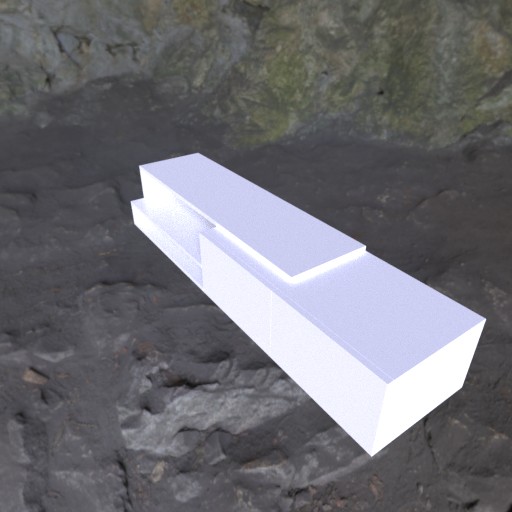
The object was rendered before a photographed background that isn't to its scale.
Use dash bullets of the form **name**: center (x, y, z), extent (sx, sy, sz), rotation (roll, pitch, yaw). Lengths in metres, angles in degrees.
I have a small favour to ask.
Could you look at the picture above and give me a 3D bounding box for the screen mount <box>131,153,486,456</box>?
- **screen mount**: center (0.000, 0.000, 1.818), extent (0.420, 0.320, 1.680), rotation (-21, 37, -29)
